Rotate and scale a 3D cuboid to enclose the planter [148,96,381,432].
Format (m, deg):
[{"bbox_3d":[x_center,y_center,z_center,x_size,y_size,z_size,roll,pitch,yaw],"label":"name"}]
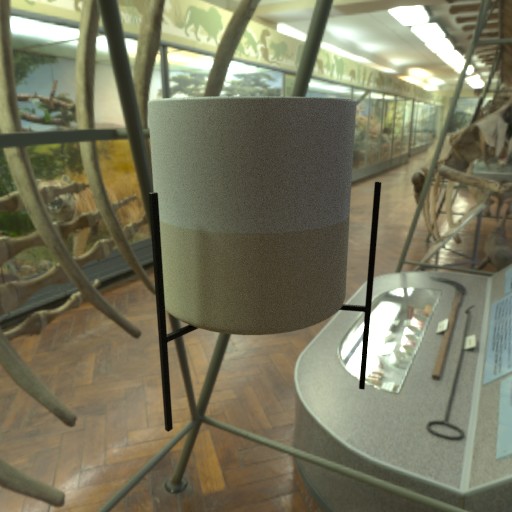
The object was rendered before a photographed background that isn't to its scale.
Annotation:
[{"bbox_3d":[0.000,0.000,0.546,0.263,0.362,0.267,9,19,28],"label":"planter"}]
